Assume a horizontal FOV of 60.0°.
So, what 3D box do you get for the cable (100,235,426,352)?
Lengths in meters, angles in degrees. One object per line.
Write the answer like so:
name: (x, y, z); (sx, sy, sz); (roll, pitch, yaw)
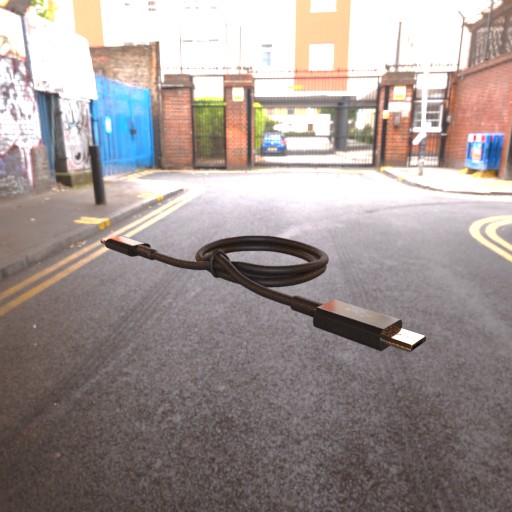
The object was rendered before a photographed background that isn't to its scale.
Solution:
cable: (0.000, 0.000, 0.215); (0.070, 0.014, 0.192); (-15, 21, -43)
